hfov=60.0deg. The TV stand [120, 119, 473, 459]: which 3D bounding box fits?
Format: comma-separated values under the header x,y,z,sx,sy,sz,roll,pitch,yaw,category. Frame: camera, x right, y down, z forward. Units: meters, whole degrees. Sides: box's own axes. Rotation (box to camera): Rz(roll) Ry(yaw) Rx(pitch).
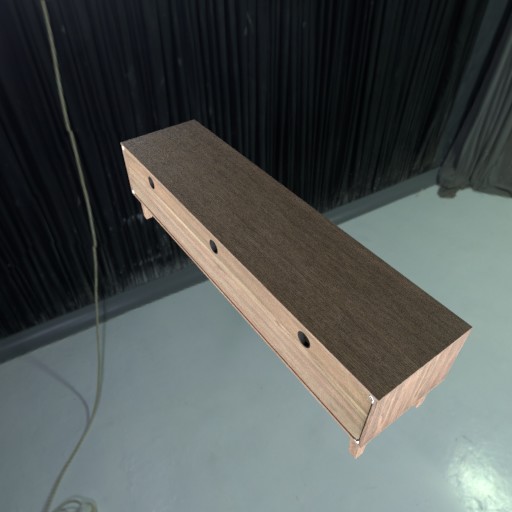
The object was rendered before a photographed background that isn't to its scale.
x,y,z,sx,sy,sz,roll,pitch,yaw,category
0.000,0.000,1.688,0.366,0.409,1.482,-26,50,-25,TV stand
